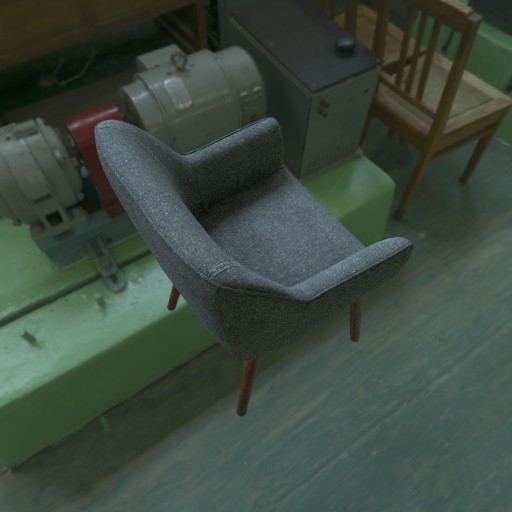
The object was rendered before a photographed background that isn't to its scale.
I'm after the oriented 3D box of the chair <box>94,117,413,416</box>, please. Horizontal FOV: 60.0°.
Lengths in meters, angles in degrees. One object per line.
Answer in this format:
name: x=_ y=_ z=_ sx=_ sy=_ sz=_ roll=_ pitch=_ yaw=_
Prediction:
chair: x=0.000 y=0.000 z=1.155 sx=0.519 sy=0.803 sz=0.543 roll=-30 pitch=61 yaw=-19
